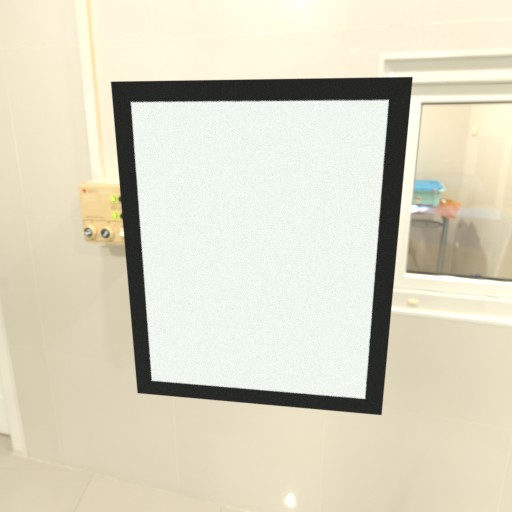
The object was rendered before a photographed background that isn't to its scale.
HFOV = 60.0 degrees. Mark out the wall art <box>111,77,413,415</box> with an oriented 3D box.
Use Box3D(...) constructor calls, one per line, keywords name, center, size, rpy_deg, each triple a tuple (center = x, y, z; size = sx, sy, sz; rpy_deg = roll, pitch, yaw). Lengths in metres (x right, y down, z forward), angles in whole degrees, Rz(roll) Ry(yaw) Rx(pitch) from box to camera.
Box3D(name="wall art", center=(0.000, 0.000, 0.546), size=(0.329, 0.404, 0.024), rpy_deg=(2, 16, 8))
